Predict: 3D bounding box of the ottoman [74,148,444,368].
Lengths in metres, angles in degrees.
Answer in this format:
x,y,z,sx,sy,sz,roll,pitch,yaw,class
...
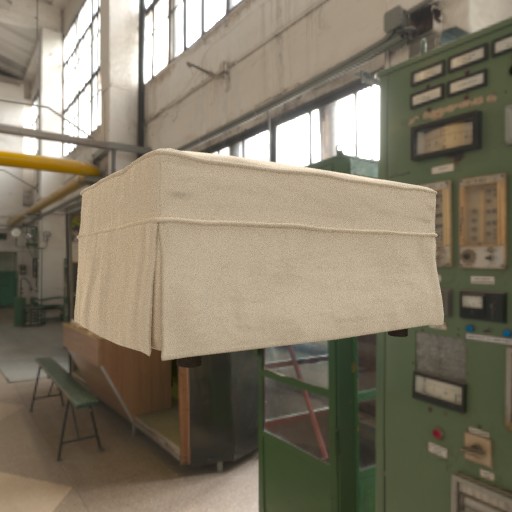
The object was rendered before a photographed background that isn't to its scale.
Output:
x,y,z,sx,sy,sz,roll,pitch,yaw,class
0.000,0.000,1.351,0.944,0.479,0.703,1,-1,-34,ottoman
